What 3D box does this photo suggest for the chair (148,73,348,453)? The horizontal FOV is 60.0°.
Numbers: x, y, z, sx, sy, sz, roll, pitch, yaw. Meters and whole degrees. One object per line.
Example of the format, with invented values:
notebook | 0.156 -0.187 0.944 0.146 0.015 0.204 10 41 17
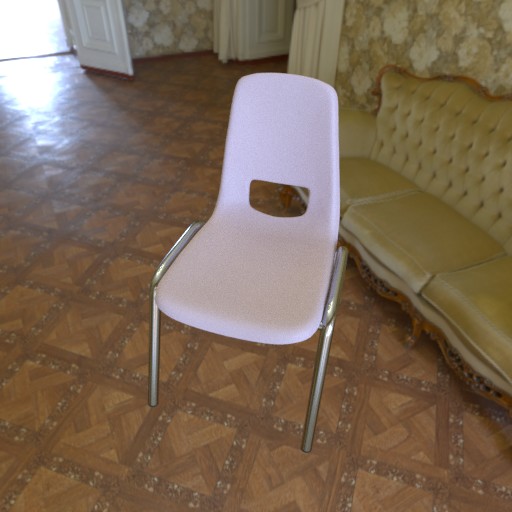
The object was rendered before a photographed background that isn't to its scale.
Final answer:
chair | 0.000 0.000 0.873 0.354 0.586 0.423 11 40 13
